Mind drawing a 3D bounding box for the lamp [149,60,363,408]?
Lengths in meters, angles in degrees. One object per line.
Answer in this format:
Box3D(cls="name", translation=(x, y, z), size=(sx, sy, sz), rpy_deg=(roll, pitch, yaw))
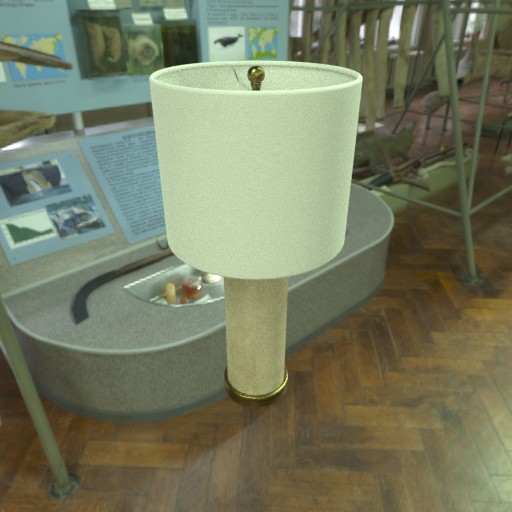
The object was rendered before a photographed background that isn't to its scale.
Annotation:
Box3D(cls="lamp", translation=(0.000, 0.000, 0.798), size=(0.305, 0.634, 0.305), rpy_deg=(9, 31, 15))
